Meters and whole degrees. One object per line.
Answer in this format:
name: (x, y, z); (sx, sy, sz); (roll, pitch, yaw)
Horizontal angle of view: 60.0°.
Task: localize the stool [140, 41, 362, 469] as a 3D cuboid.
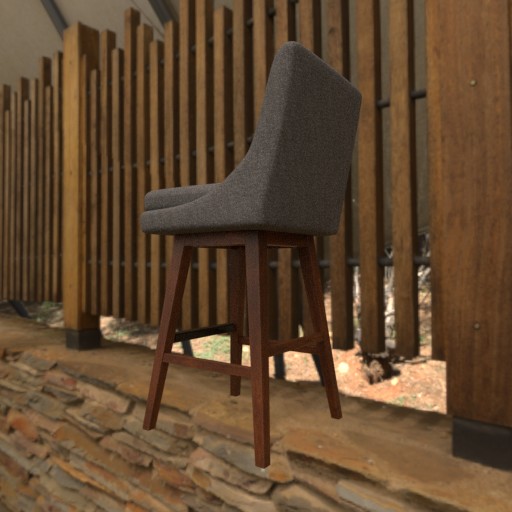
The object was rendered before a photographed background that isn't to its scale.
stool: (0.000, 0.000, 1.410); (0.572, 1.068, 0.489); (-1, -1, 36)
